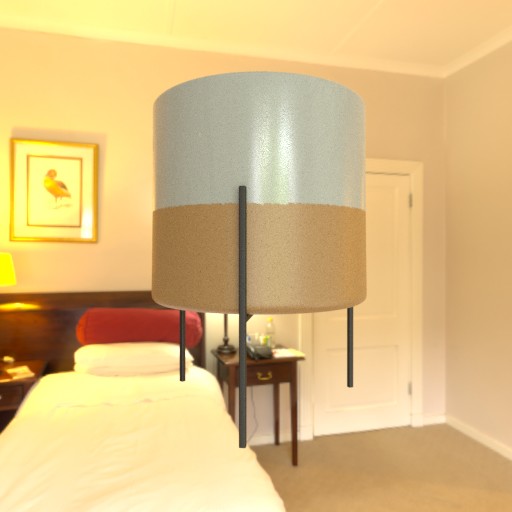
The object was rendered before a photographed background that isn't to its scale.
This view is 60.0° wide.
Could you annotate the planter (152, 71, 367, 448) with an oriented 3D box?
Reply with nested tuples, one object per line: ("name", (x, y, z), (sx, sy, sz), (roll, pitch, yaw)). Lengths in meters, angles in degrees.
("planter", (0.000, 0.000, 0.742), (0.360, 0.480, 0.348), (0, 0, 37))
